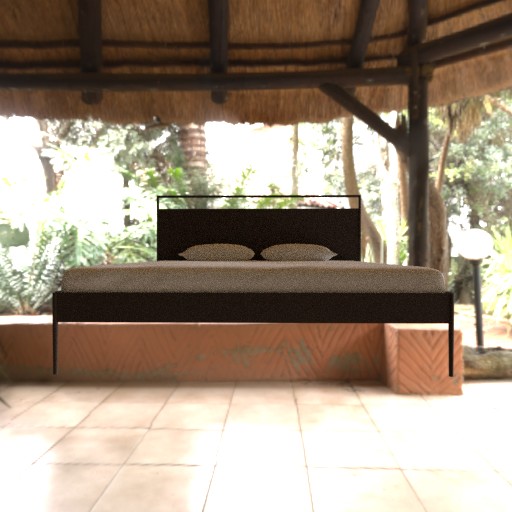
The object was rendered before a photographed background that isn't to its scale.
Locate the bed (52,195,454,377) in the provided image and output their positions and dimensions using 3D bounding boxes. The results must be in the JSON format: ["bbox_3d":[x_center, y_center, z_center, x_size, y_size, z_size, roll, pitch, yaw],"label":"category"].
[{"bbox_3d":[0.000,0.000,3.261,1.993,1.173,2.151,0,0,1],"label":"bed"}]
